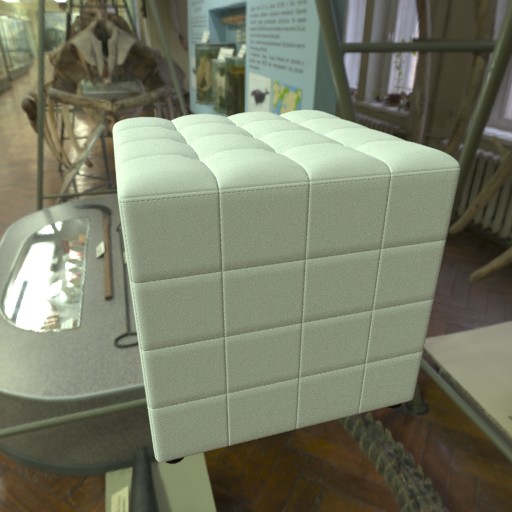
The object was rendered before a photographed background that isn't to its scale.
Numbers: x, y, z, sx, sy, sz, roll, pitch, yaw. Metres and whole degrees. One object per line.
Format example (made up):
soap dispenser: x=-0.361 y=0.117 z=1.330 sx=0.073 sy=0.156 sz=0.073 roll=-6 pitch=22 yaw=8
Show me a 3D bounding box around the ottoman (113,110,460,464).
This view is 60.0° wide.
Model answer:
ottoman: x=0.000 y=0.000 z=0.777 sx=0.425 sy=0.432 sz=0.425 roll=-8 pitch=27 yaw=-15
